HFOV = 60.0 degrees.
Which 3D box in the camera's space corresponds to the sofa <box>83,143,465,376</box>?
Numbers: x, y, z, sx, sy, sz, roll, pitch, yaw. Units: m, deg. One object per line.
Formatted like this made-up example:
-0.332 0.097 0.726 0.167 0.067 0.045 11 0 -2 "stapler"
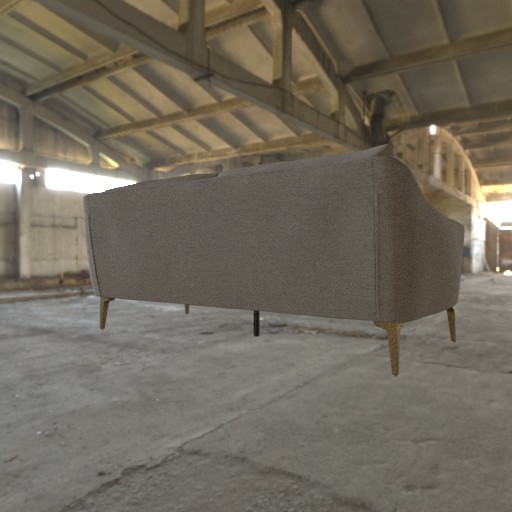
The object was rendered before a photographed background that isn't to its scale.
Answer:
0.000 0.000 2.514 2.036 0.913 0.980 0 0 35 "sofa"
